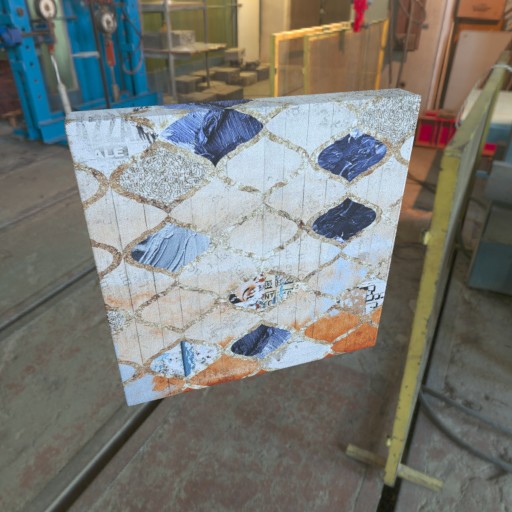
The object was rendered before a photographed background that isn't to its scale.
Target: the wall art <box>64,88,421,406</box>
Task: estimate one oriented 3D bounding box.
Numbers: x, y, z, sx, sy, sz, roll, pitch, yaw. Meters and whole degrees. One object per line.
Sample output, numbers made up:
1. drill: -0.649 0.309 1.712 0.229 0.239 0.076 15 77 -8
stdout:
1. wall art: 0.000 0.000 0.453 0.303 0.304 0.036 -10 33 -15
